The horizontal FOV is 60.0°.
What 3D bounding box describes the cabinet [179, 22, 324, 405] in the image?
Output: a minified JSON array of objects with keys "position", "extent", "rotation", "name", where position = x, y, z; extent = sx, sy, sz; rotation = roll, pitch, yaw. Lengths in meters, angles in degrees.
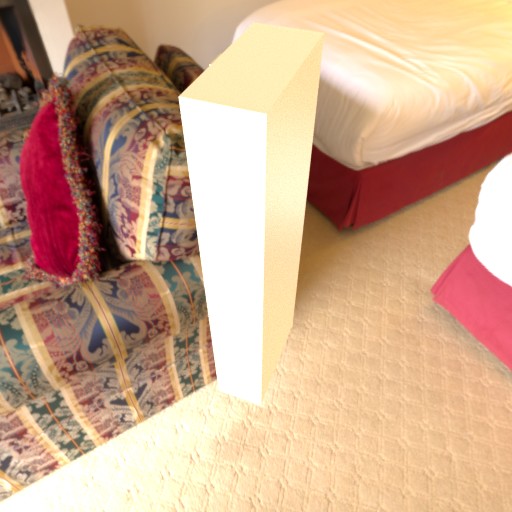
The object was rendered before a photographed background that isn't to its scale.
[{"position":[0.000,0.000,1.847],"extent":[0.255,1.630,0.520],"rotation":[16,50,14],"name":"cabinet"}]
